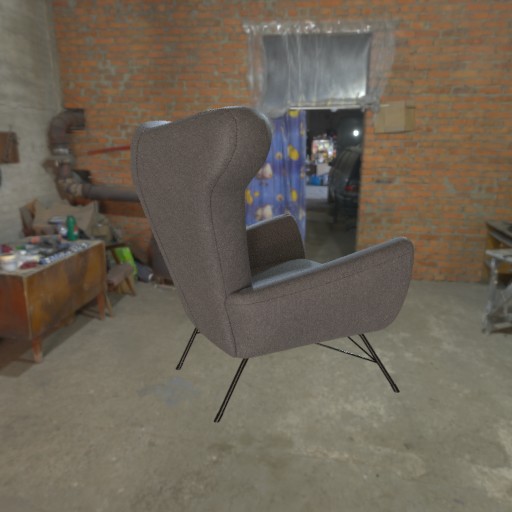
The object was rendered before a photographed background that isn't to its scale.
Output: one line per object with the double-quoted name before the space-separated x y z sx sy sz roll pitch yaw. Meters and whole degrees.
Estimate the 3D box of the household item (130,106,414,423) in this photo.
"household item" 0.000 0.000 1.755 0.900 1.050 0.980 -7 15 -27
